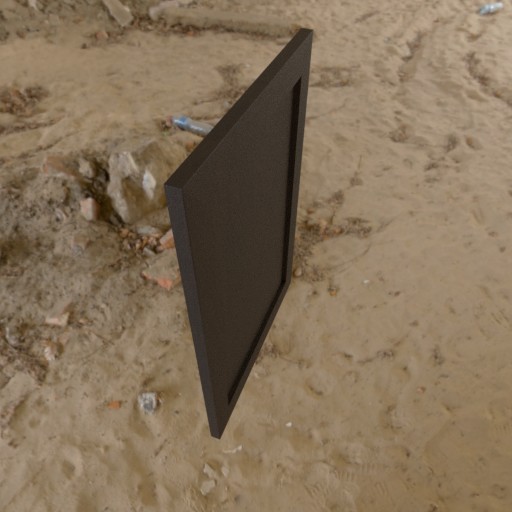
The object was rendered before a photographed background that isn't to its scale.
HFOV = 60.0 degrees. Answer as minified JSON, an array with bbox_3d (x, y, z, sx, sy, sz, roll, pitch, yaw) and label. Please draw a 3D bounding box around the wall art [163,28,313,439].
[{"bbox_3d":[0.000,0.000,0.652,0.017,0.513,0.359,16,49,15],"label":"wall art"}]
